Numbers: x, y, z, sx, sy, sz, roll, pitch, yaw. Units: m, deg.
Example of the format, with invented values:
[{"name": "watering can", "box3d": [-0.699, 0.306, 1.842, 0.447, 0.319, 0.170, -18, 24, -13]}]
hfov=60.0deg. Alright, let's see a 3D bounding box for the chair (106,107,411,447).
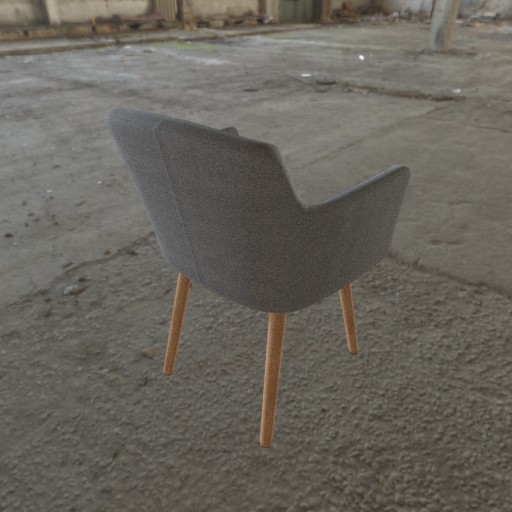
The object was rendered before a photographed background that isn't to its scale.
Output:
[{"name": "chair", "box3d": [0.000, 0.000, 1.144, 0.570, 0.780, 0.540, 24, 38, 34]}]
